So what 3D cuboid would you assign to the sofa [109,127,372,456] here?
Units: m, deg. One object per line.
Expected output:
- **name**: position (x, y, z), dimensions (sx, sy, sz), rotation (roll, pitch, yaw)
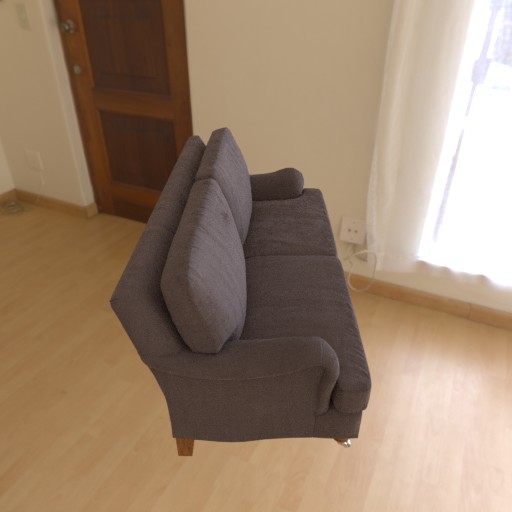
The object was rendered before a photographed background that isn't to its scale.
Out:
- **sofa**: position (0.000, 0.000, 2.785), dimensions (1.086, 1.087, 2.165), rotation (1, 32, 1)
